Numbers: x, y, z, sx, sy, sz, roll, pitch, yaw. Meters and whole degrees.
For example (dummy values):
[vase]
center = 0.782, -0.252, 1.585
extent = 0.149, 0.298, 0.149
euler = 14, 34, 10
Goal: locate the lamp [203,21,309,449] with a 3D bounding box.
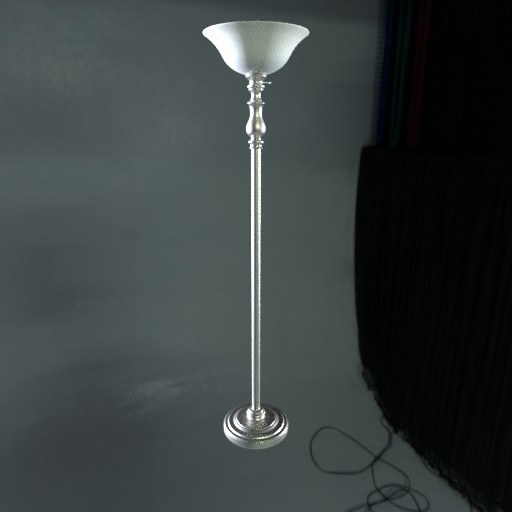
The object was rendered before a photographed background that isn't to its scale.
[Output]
[lamp]
center = 0.000, 0.000, 1.938
extent = 0.405, 1.771, 0.405
euler = -8, 17, -25
